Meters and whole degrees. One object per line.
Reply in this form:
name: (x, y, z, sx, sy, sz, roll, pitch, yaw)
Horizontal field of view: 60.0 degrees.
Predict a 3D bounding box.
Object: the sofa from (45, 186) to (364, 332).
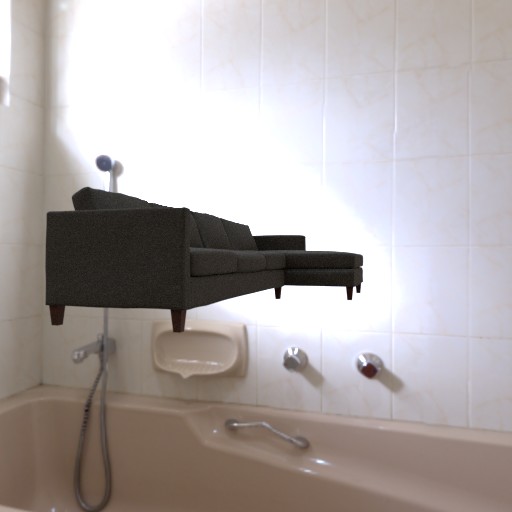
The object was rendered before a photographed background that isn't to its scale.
sofa: (0.000, 0.000, 3.903, 1.625, 0.846, 3.186, 0, 0, 18)
